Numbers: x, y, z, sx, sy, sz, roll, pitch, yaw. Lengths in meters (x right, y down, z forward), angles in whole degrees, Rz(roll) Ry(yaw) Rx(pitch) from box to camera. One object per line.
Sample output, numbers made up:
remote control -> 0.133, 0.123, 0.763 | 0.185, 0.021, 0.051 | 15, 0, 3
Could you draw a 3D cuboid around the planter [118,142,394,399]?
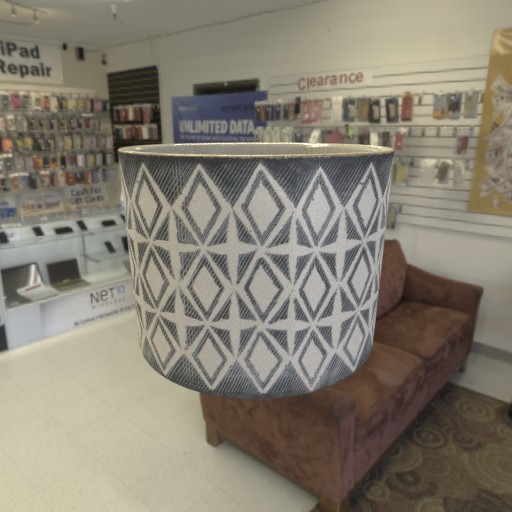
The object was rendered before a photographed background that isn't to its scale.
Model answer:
planter -> 0.000, 0.000, 0.344 | 0.192, 0.165, 0.192 | 0, 16, 0
